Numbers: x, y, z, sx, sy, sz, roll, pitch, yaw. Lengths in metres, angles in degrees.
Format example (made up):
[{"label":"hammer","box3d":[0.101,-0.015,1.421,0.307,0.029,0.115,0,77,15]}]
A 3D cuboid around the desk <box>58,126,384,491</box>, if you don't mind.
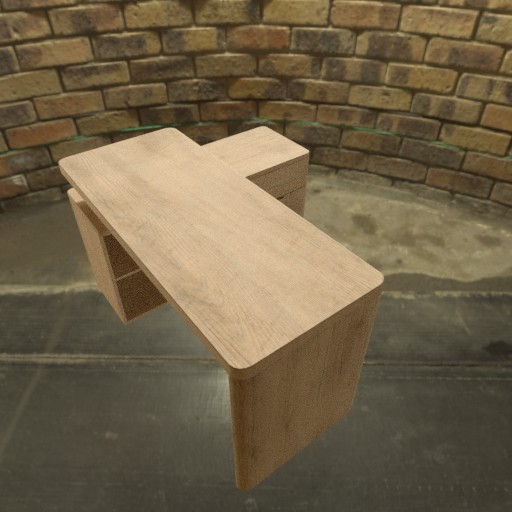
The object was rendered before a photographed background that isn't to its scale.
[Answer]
[{"label":"desk","box3d":[0.000,0.000,2.063,1.175,0.770,1.400,-26,47,-27]}]
